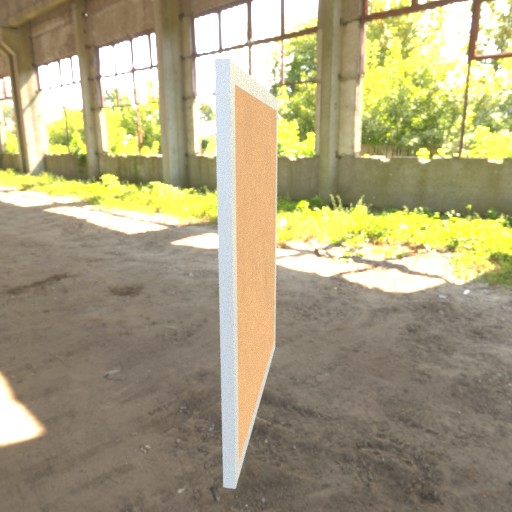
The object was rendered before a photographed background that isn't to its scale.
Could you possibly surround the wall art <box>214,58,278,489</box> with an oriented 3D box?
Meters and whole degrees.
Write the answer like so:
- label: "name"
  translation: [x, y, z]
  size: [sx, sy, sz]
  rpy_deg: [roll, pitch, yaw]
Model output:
- label: "wall art"
  translation: [0.000, 0.000, 1.121]
  size: [0.026, 0.811, 0.661]
  rpy_deg: [2, 14, 9]
